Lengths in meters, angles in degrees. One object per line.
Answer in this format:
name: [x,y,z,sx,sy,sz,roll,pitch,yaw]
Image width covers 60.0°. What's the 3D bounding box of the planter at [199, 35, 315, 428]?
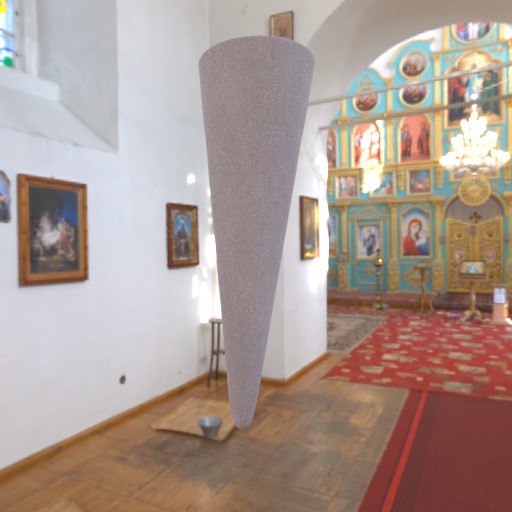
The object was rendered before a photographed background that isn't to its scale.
planter: [0.000,0.000,0.302,0.078,0.259,0.087,0,0,-19]
